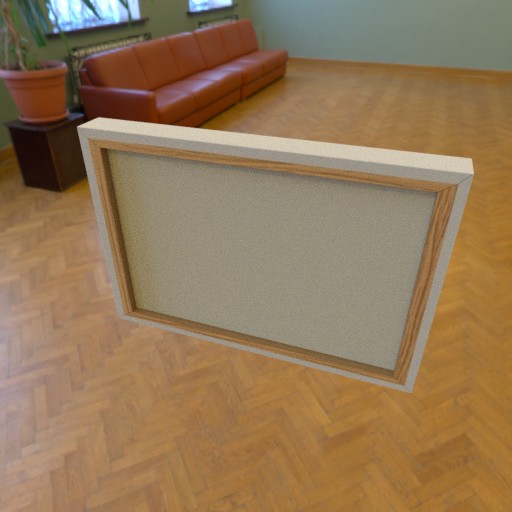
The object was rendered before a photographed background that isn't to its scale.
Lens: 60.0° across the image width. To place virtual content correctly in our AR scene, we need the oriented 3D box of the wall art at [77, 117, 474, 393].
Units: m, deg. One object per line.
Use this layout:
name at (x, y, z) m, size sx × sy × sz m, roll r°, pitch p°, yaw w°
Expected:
wall art at (0.000, 0.000, 0.490) m, size 0.381 × 0.259 × 0.038 m, roll 11°, pitch 34°, yaw 16°
